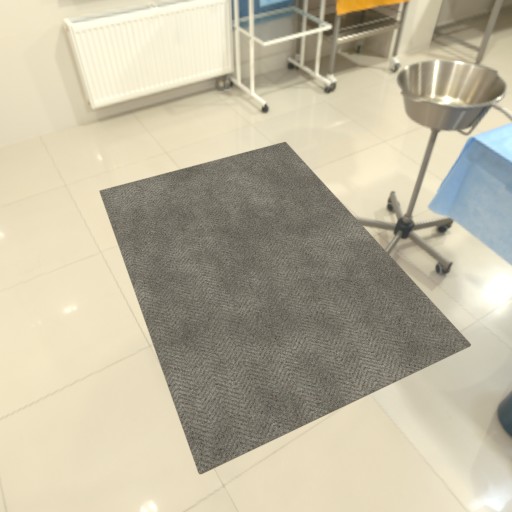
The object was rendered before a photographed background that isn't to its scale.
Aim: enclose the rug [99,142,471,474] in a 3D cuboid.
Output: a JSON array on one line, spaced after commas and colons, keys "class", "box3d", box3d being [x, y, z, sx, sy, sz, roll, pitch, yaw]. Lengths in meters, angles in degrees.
[{"class": "rug", "box3d": [0.000, 0.000, 2.918, 1.600, 0.008, 2.235, -19, 50, -17]}]
